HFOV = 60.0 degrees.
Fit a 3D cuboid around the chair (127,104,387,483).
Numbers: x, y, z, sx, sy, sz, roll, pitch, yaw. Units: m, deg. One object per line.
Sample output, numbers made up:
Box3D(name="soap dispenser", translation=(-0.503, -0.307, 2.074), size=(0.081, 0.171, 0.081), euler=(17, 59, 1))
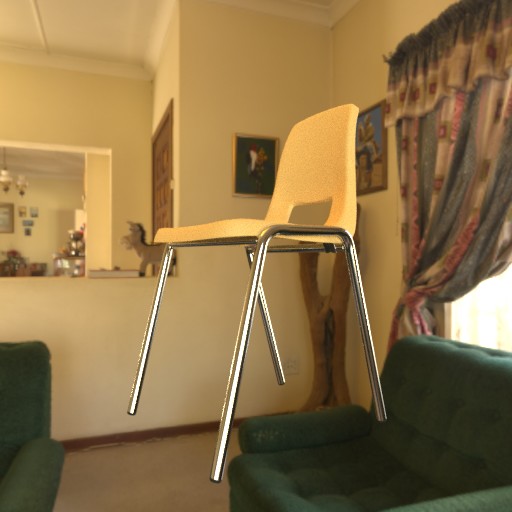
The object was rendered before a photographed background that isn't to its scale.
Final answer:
Box3D(name="chair", translation=(0.000, 0.000, 0.956), size=(0.436, 0.704, 0.381), euler=(0, 0, -36))
